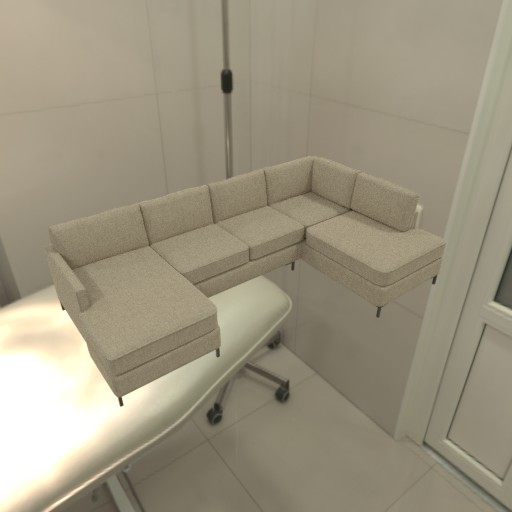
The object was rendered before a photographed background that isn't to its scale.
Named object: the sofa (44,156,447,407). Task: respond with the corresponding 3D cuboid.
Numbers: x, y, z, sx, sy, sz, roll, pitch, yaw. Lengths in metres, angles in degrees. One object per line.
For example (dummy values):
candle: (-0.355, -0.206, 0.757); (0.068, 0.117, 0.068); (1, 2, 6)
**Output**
sofa: (0.000, 0.000, 4.344); (3.423, 0.996, 2.021); (-22, 37, -31)
